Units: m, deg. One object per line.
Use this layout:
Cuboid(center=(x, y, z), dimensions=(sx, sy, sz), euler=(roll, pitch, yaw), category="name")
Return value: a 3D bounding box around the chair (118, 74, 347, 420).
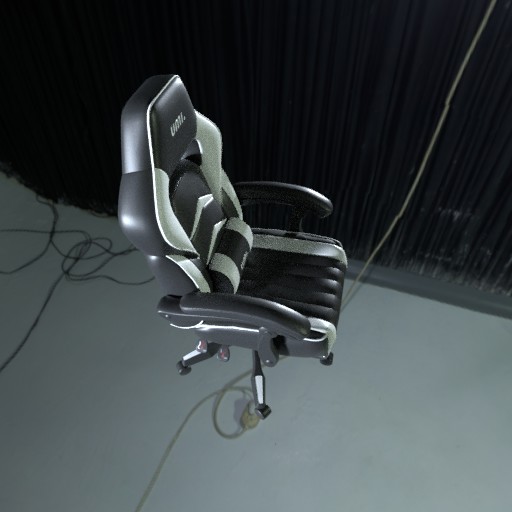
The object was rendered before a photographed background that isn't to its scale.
Cuboid(center=(0.000, 0.000, 1.595), dimensions=(0.700, 1.200, 0.676), euler=(10, 47, 9), category="chair")
